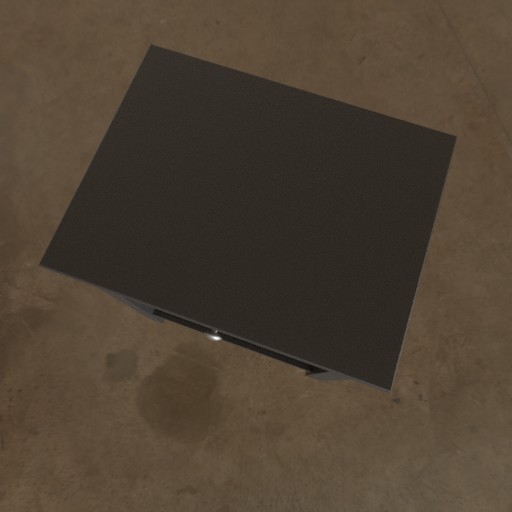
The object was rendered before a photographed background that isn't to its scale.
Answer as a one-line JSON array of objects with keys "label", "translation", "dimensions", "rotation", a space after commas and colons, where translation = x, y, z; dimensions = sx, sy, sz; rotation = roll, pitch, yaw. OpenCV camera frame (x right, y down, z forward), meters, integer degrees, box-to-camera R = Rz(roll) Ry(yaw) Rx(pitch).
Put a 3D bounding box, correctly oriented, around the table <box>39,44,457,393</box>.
[{"label": "table", "translation": [0.000, 0.000, 1.024], "dimensions": [0.564, 0.646, 0.451], "rotation": [19, 75, 5]}]
